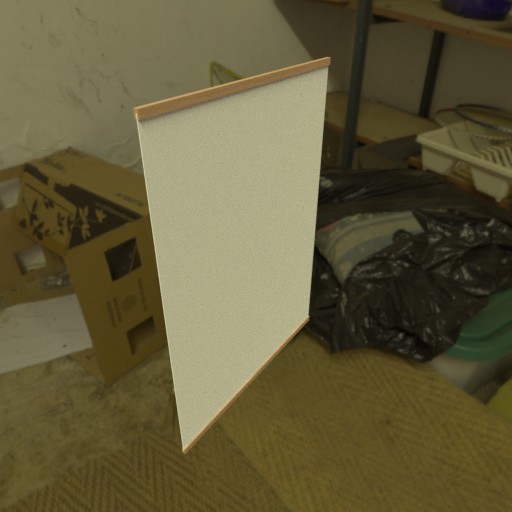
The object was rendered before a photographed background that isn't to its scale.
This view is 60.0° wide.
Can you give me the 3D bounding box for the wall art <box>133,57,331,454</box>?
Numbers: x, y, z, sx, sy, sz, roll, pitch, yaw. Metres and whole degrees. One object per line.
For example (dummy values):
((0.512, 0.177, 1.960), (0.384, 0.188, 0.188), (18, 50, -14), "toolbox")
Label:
((0.000, 0.000, 1.334), (0.013, 1.016, 0.758), (20, 37, 29), "wall art")
